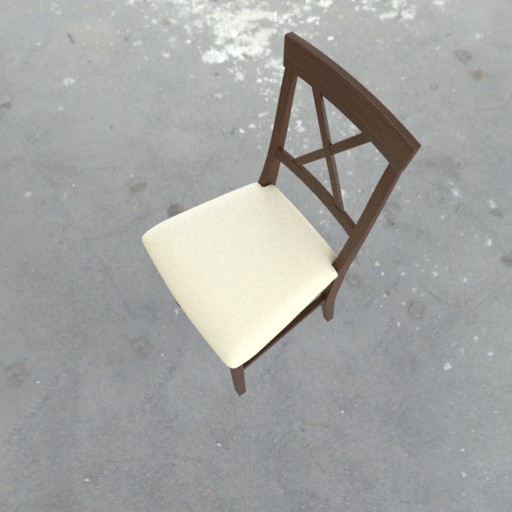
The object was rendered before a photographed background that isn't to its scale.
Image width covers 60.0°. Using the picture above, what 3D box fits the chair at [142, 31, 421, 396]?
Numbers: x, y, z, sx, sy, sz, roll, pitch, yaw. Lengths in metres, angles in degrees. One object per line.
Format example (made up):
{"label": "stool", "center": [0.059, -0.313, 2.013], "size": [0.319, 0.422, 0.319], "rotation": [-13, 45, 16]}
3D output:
{"label": "chair", "center": [0.000, 0.000, 1.182], "size": [0.480, 0.913, 0.440], "rotation": [-32, 67, -15]}
